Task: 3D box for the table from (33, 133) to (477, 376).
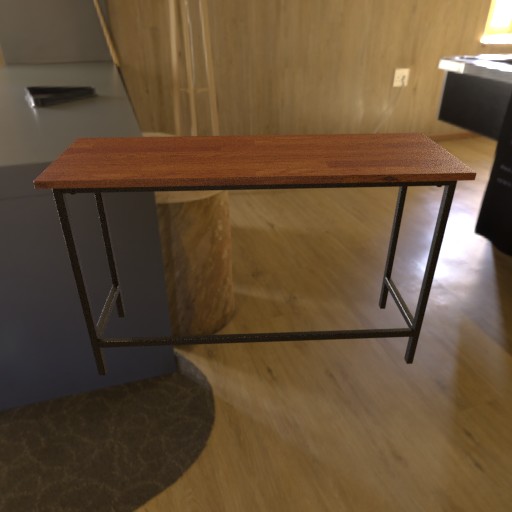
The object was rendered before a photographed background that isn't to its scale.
[{"bbox_3d":[0.000,0.000,1.563,1.204,0.740,0.408,-2,31,-3],"label":"table"}]
